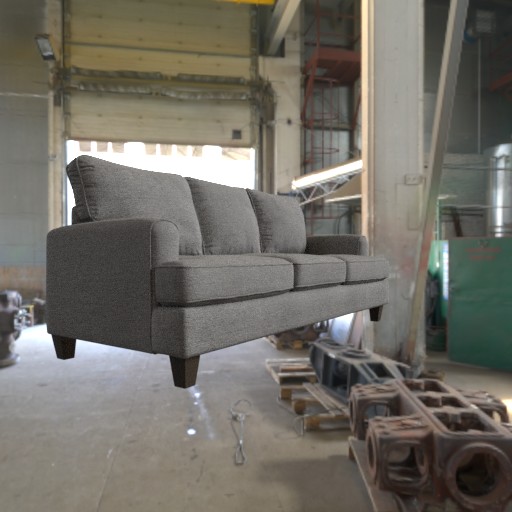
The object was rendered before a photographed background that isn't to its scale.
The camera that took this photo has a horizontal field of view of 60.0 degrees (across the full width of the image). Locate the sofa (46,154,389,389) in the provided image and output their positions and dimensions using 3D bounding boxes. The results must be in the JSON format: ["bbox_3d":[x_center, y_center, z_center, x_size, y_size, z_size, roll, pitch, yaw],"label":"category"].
[{"bbox_3d":[0.000,0.000,2.683,0.951,0.965,2.158,0,0,36],"label":"sofa"}]
